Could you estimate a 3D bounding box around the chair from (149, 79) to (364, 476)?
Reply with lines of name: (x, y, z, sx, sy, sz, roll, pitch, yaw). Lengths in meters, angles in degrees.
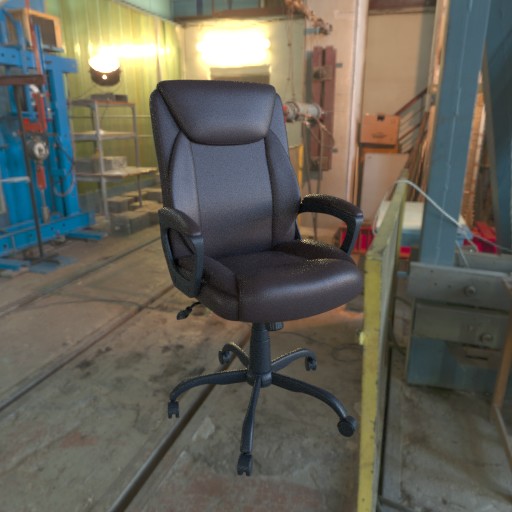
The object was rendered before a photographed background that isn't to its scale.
chair: (0.000, 0.000, 1.405, 0.615, 1.072, 0.655, -9, 19, -26)
